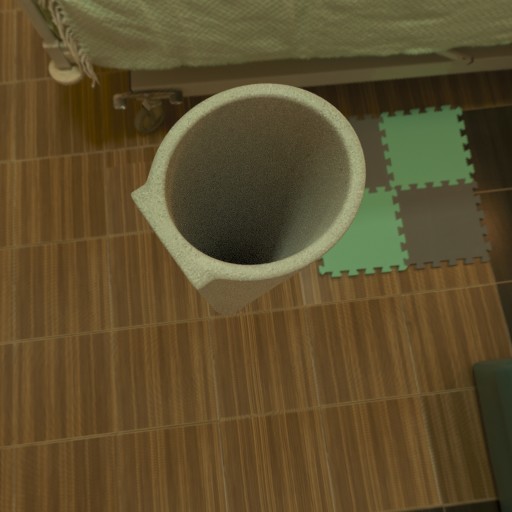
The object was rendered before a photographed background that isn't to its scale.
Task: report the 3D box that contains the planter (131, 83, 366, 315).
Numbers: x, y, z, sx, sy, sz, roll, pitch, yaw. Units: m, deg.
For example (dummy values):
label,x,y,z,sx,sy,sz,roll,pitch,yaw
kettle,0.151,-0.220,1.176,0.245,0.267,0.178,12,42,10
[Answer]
label,x,y,z,sx,sy,sz,roll,pitch,yaw
planter,0.000,0.000,0.217,0.064,0.191,0.057,-35,79,-8
